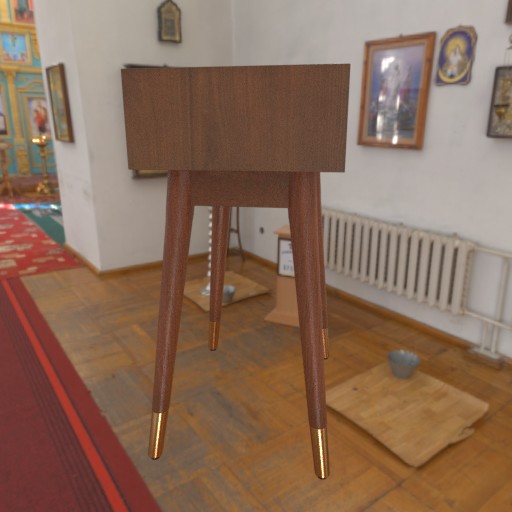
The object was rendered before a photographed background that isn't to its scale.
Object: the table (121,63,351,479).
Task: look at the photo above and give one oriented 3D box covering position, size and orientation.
[{"bbox_3d":[0.000,0.000,0.817,0.300,0.599,0.406,2,16,9],"label":"table"}]
